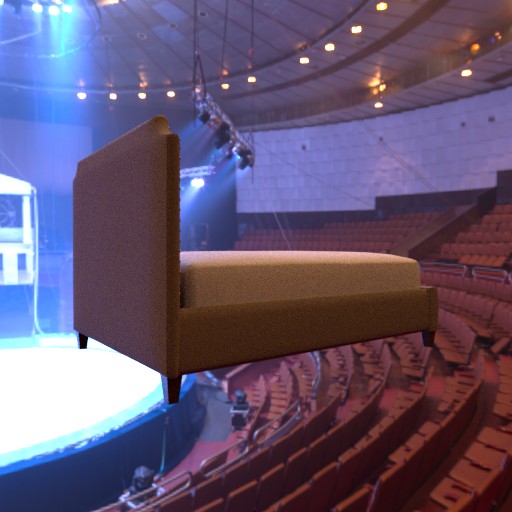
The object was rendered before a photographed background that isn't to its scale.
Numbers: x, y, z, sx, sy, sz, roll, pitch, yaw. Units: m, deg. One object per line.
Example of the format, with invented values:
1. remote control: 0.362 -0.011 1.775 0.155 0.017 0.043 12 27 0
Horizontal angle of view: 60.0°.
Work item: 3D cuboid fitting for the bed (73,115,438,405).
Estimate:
1. bed: 0.000 0.000 3.480 2.372 1.443 1.713 0 0 -37
